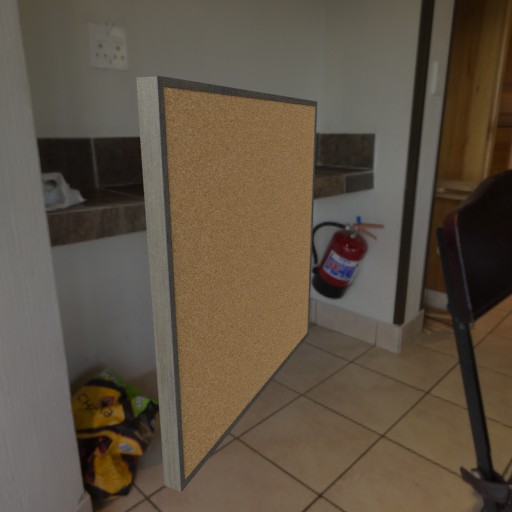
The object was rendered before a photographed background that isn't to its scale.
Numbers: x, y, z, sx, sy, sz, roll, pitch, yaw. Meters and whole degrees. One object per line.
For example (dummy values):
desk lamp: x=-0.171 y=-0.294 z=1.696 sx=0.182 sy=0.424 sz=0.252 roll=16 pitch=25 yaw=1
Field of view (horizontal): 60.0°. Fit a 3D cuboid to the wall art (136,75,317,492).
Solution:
wall art: x=0.000 y=0.000 z=1.096 sx=0.039 sy=0.758 sz=0.758 roll=8 pitch=18 yaw=25
